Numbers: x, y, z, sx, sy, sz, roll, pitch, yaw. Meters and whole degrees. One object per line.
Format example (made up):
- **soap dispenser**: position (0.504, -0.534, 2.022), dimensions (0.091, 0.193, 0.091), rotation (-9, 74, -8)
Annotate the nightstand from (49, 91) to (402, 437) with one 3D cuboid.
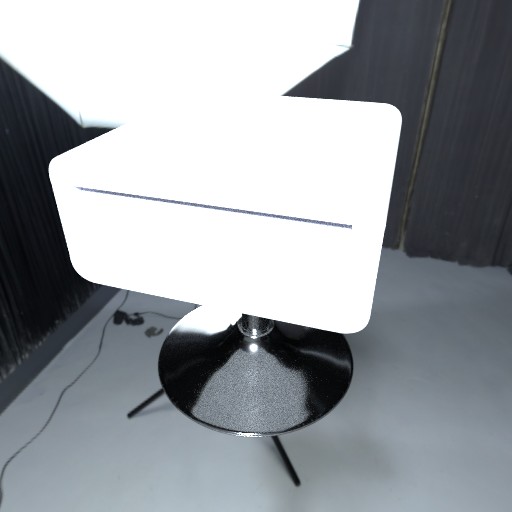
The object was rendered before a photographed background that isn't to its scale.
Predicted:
- **nightstand**: position (0.000, 0.000, 0.753), dimensions (0.399, 0.447, 0.404), rotation (10, 33, 15)
